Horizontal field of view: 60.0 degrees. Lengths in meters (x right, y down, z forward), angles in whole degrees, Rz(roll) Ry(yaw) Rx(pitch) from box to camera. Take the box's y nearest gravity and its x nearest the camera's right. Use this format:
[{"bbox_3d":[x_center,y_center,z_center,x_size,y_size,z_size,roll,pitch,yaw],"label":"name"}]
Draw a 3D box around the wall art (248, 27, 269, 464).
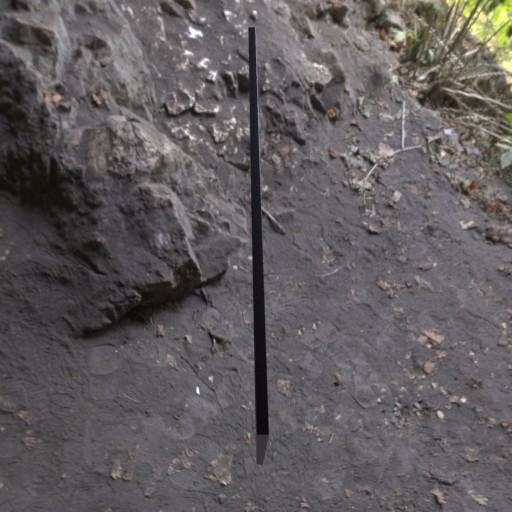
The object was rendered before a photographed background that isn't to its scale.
[{"bbox_3d":[0.000,0.000,0.806,0.013,0.447,0.660,-1,61,-1],"label":"wall art"}]
